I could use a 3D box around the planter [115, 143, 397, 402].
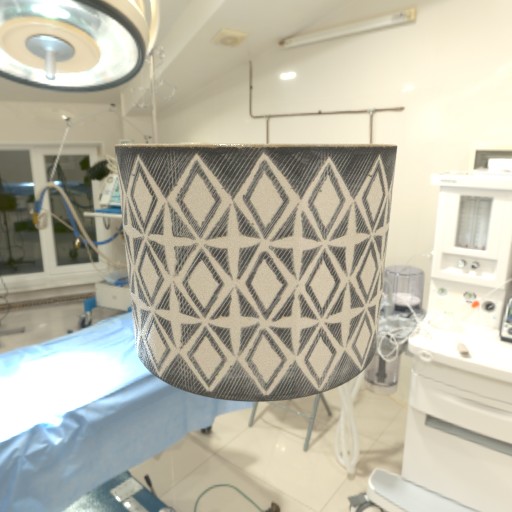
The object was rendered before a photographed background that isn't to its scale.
[{"bbox_3d":[0.000,0.000,0.336,0.192,0.165,0.192,0,14,0],"label":"planter"}]
